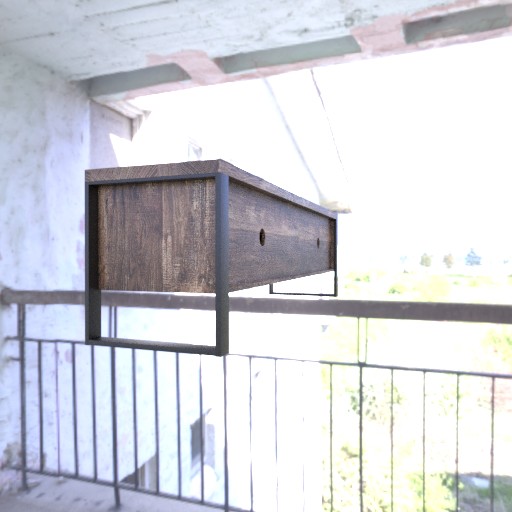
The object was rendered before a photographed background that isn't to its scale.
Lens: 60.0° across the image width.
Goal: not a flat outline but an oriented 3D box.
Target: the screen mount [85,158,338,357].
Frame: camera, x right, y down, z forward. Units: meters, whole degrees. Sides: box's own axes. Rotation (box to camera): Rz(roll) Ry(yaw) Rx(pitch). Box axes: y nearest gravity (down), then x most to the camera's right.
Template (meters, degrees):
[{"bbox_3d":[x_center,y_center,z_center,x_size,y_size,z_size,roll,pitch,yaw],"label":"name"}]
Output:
[{"bbox_3d":[0.000,0.000,1.787,0.395,0.450,1.524,0,0,20],"label":"screen mount"}]
